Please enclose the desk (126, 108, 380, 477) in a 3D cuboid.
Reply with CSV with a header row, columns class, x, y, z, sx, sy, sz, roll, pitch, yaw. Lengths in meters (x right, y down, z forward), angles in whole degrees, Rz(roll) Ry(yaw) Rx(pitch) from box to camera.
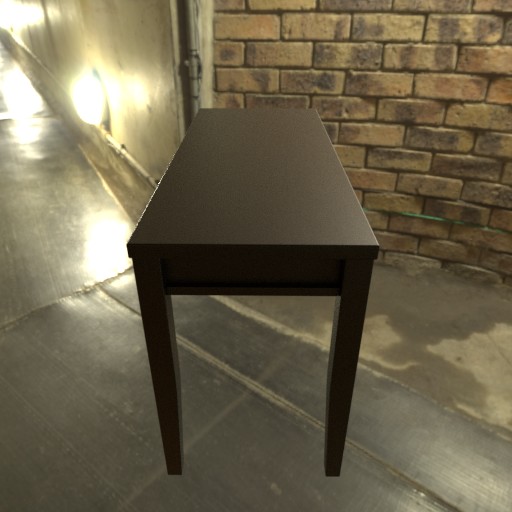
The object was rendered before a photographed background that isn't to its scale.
class,x,y,z,sx,sy,sz,roll,pitch,yaw
desk,0.000,0.000,1.605,0.508,0.775,1.220,0,31,1
